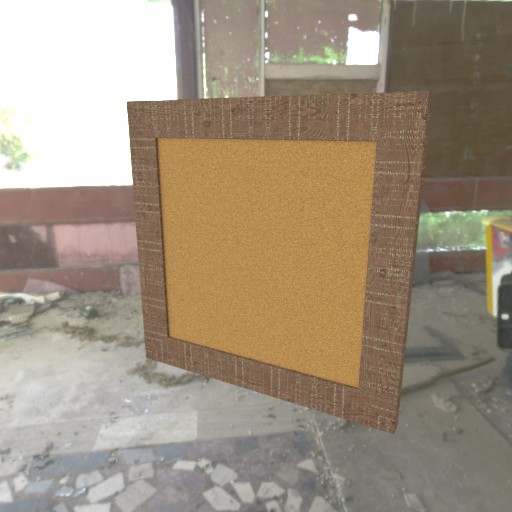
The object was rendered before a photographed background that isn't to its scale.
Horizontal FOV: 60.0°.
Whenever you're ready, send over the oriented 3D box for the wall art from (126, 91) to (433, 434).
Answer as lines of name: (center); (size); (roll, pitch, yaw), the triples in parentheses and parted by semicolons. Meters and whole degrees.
wall art: (0.000, 0.000, 0.787); (0.531, 0.531, 0.029); (9, 18, 27)
